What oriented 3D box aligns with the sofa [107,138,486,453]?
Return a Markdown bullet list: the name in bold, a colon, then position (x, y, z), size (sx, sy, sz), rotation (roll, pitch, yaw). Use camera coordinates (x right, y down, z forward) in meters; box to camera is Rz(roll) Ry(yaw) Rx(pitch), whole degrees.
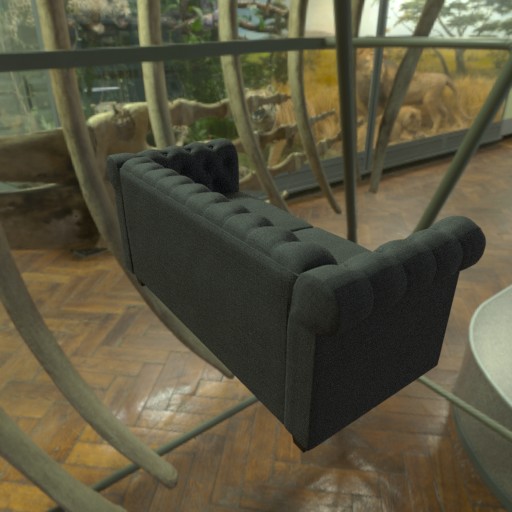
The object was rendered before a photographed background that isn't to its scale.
- **sofa**: position (0.000, 0.000, 2.172), size (0.783, 0.797, 1.798), rotation (-18, 32, -32)
